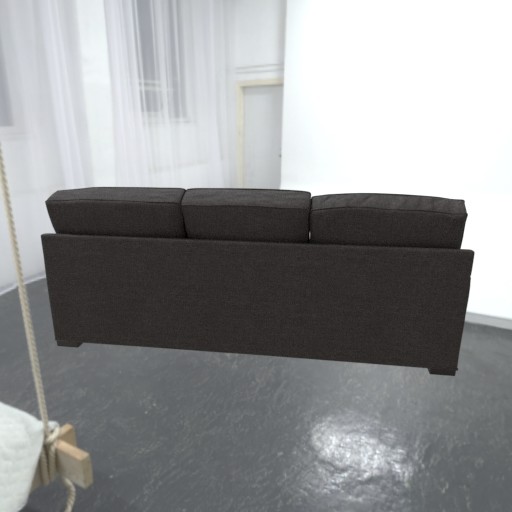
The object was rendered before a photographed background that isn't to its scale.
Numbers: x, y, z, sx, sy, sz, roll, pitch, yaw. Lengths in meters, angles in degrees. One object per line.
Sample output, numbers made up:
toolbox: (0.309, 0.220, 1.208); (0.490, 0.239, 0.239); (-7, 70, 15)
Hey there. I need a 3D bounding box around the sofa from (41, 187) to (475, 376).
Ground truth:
sofa: (0.000, 0.000, 2.896); (2.369, 0.978, 1.004); (2, 17, 8)
